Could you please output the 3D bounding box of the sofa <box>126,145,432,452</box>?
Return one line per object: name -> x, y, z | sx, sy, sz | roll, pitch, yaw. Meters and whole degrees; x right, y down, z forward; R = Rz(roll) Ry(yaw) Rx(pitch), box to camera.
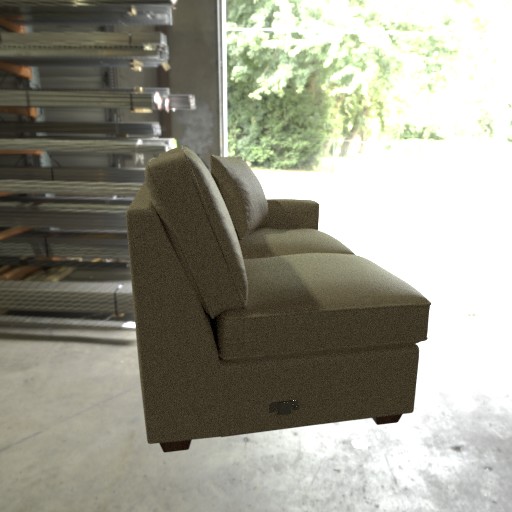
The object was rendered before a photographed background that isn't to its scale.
sofa -> 0.000, 0.000, 2.040 | 0.991, 0.989, 1.388 | -3, 16, -10
